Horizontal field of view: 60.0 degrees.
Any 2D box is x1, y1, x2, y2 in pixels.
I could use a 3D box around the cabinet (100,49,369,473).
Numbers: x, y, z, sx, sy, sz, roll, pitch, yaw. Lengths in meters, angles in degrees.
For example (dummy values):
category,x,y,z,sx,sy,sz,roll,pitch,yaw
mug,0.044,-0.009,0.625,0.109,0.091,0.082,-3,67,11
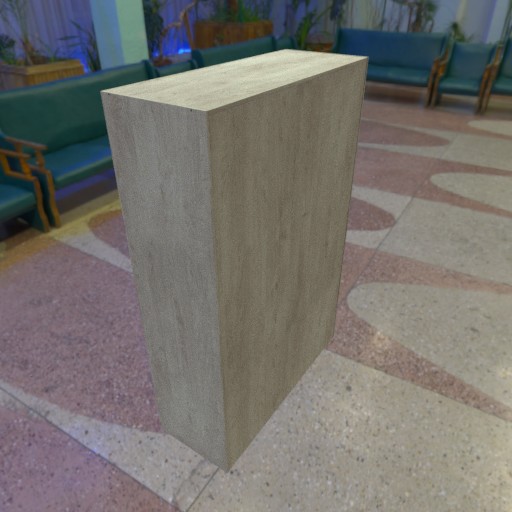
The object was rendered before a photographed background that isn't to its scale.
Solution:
category,x,y,z,sx,sy,sz,roll,pitch,yaw
cabinet,0.000,0.000,2.442,0.510,1.910,1.290,20,38,28
